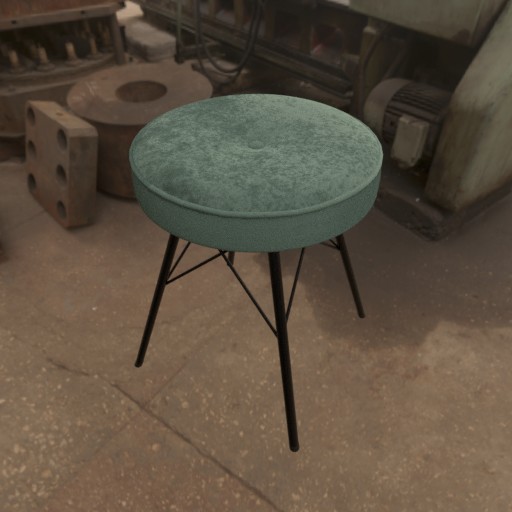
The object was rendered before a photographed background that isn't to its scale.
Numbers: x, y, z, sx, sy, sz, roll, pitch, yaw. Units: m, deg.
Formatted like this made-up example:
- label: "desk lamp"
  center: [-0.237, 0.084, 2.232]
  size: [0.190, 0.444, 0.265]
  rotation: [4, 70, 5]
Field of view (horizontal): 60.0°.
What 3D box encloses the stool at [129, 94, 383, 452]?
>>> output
- label: "stool"
  center: [0.000, 0.000, 0.879]
  size: [0.458, 0.519, 0.457]
  rotation: [27, 48, 28]
